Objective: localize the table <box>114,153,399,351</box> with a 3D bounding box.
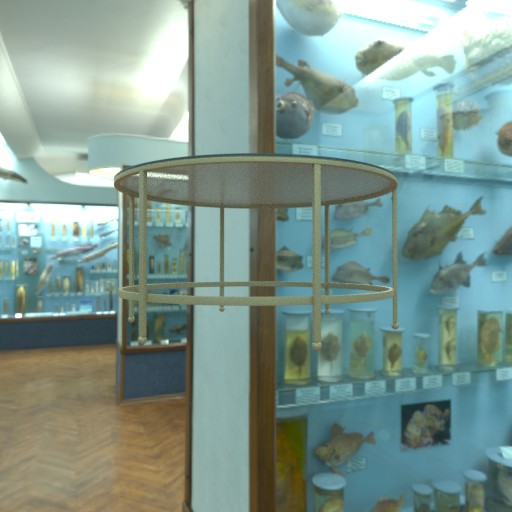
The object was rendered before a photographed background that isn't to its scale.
[{"bbox_3d":[0.000,0.000,1.493,0.914,0.470,0.914,0,-1,0],"label":"table"}]
